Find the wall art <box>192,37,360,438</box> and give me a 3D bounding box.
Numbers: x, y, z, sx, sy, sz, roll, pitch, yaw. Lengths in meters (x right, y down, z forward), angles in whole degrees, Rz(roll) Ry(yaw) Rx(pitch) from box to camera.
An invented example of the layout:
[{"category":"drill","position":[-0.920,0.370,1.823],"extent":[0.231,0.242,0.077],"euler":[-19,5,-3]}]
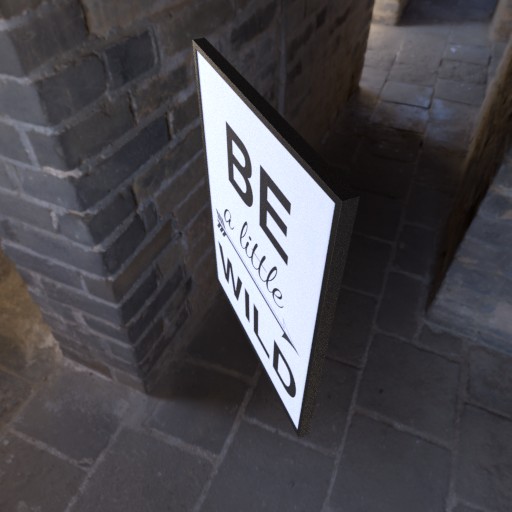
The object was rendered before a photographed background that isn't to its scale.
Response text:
[{"category":"wall art","position":[0.000,0.000,1.419],"extent":[0.038,1.062,0.806],"euler":[-18,49,-17]}]
